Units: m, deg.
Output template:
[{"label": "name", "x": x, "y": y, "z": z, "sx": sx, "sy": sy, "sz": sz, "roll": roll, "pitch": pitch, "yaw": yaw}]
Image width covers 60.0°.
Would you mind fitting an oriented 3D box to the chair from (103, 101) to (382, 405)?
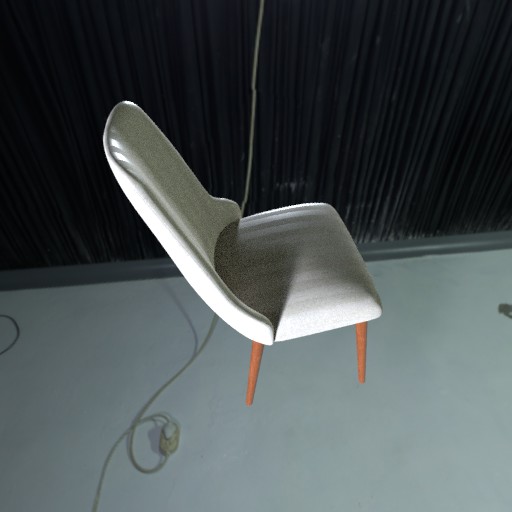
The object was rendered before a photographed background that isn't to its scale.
[{"label": "chair", "x": 0.000, "y": 0.000, "z": 1.343, "sx": 0.684, "sy": 0.917, "sz": 0.526, "roll": -8, "pitch": 47, "yaw": -8}]
